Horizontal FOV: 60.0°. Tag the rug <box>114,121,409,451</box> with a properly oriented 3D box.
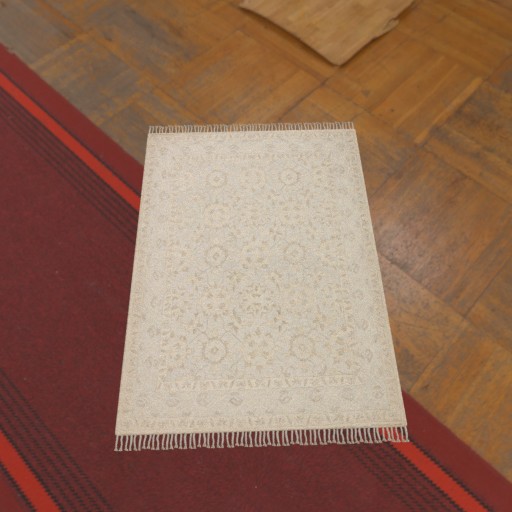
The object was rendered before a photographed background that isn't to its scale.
[{"bbox_3d":[0.000,0.000,2.235,1.223,0.015,1.771,-1,62,-1],"label":"rug"}]
